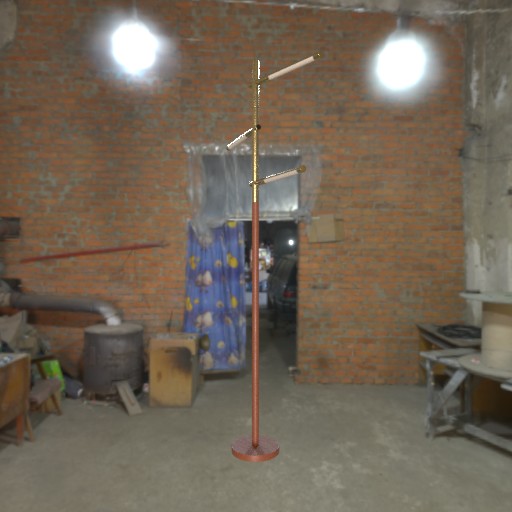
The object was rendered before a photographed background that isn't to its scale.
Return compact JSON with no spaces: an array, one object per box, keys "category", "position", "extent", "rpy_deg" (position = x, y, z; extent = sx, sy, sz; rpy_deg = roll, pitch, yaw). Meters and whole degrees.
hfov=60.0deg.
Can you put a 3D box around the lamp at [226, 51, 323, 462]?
[{"category":"lamp","position":[0.000,0.000,1.933],"extent":[0.209,1.704,0.737],"rpy_deg":[0,0,-36]}]
